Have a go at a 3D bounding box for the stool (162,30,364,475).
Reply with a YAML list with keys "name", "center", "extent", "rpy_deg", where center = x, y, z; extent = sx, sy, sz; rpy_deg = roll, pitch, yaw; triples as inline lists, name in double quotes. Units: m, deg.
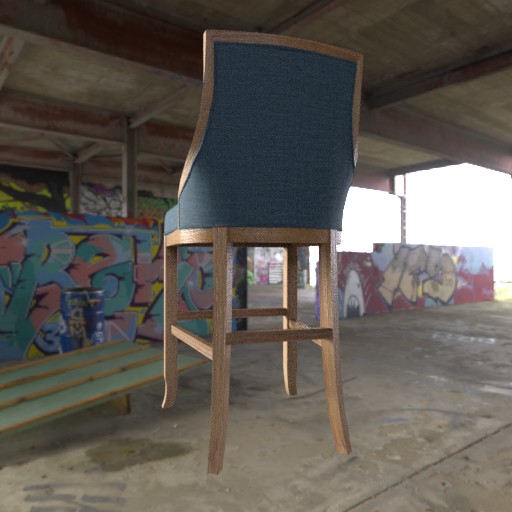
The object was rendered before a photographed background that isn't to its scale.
- name: "stool"
  center: [0.000, 0.000, 1.405]
  extent: [0.524, 1.101, 0.626]
  rpy_deg: [0, 0, -18]
